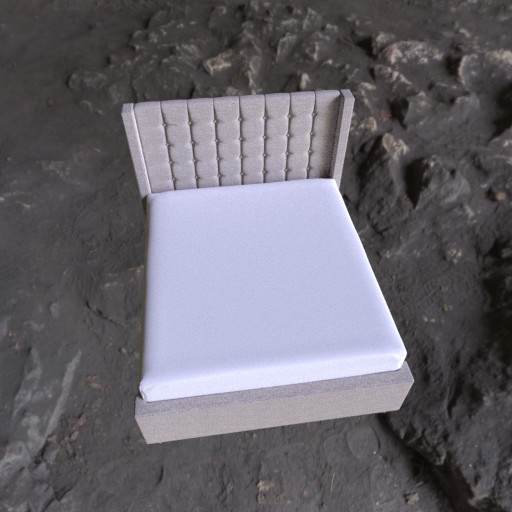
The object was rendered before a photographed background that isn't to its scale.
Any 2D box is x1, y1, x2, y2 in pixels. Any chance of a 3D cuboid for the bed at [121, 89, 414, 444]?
[{"bbox_3d":[0.000,0.000,3.793,2.044,1.748,2.372,-6,47,-5],"label":"bed"}]
